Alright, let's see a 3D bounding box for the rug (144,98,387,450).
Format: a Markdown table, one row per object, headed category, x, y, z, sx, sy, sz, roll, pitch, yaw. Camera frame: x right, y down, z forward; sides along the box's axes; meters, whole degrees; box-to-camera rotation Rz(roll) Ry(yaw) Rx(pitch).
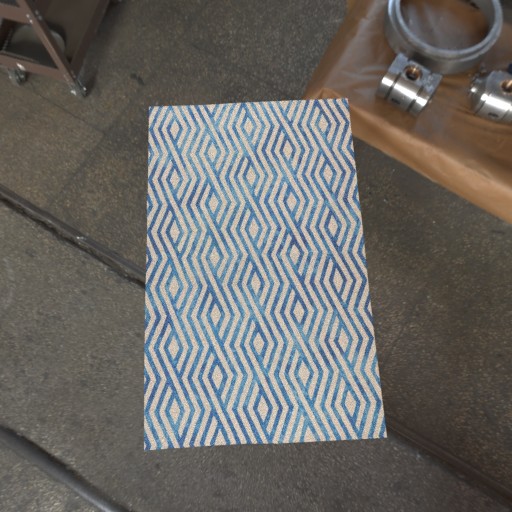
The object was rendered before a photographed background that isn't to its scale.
| category | x | y | z | sx | sy | sz | roll | pitch | yaw |
| --- | --- | --- | --- | --- | --- | --- | --- | --- | --- |
| rug | 0.000 | 0.000 | 3.090 | 1.531 | 0.008 | 2.439 | -3 | 75 | -1 |
